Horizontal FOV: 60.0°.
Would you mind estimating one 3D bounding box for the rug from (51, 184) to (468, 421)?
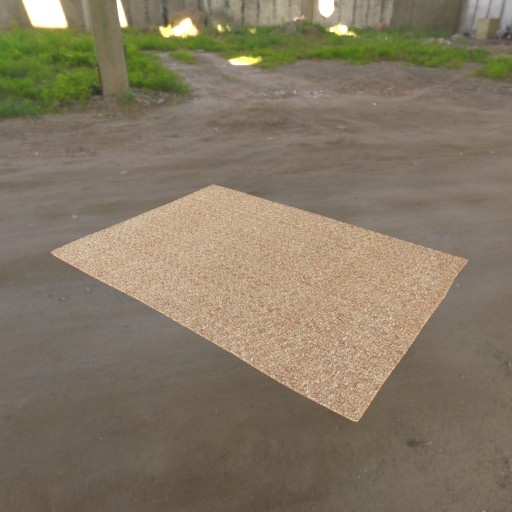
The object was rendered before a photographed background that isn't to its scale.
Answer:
[{"bbox_3d":[0.000,0.000,2.759,2.141,0.013,1.566,21,35,32],"label":"rug"}]
